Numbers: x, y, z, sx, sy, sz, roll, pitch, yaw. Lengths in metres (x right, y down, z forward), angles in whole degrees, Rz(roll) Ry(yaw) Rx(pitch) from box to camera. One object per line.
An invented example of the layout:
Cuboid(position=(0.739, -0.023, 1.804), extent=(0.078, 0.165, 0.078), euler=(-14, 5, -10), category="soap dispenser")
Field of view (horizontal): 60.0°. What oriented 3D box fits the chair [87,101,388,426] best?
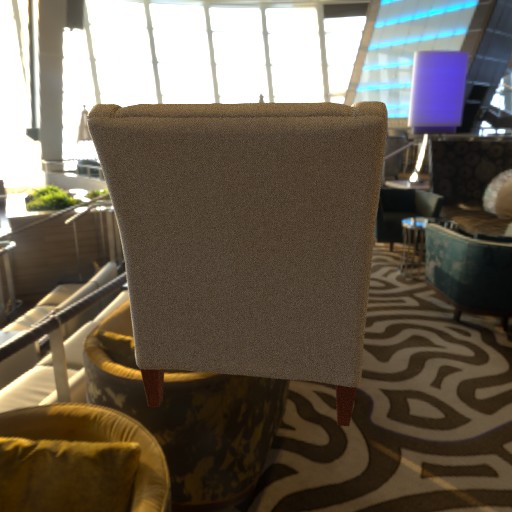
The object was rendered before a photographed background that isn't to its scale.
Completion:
Cuboid(position=(0.000, 0.000, 1.606), extent=(0.774, 1.014, 0.870), euler=(3, 16, 9), category="chair")
